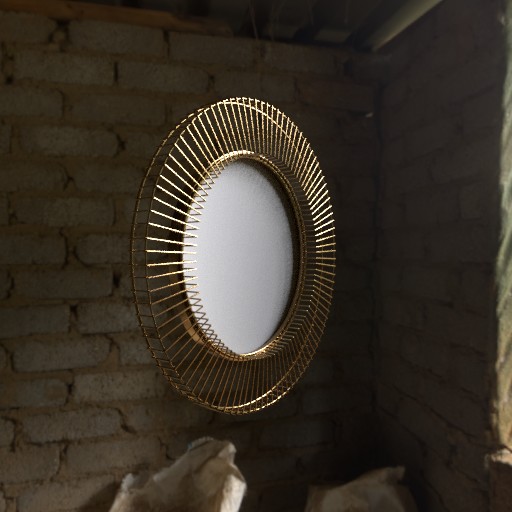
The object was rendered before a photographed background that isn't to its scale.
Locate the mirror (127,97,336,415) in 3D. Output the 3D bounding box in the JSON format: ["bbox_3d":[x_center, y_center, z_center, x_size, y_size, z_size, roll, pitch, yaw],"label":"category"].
[{"bbox_3d":[0.000,0.000,1.036,0.067,0.703,0.703,1,1,36],"label":"mirror"}]
